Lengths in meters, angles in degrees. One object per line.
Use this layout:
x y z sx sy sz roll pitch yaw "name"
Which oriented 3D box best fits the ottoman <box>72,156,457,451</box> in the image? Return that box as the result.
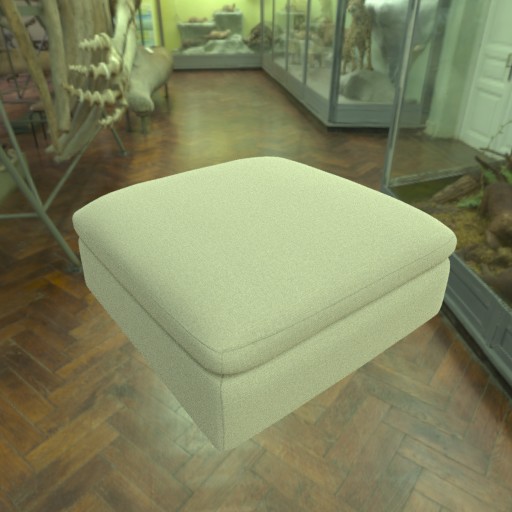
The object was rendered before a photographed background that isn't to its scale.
0.000 0.000 1.569 0.977 0.467 0.996 -21 37 -32 "ottoman"
